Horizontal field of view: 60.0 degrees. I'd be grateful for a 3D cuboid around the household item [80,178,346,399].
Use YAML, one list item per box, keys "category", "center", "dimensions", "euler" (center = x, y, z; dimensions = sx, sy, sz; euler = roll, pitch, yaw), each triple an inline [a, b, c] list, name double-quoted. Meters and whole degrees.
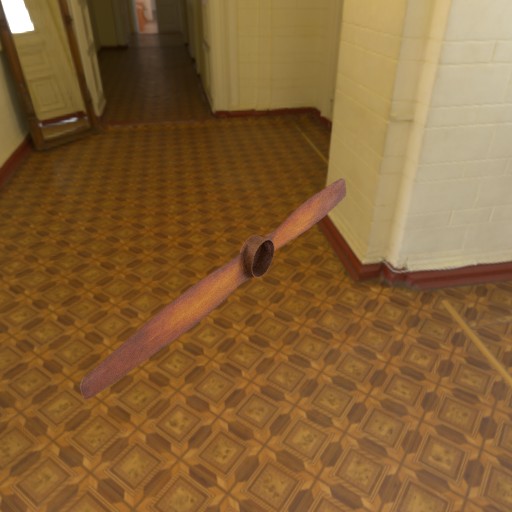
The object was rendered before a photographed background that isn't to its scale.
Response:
- category: "household item"
  center: [0.000, 0.000, 1.262]
  dimensions: [0.051, 0.121, 1.181]
  euler: [20, 38, 29]
